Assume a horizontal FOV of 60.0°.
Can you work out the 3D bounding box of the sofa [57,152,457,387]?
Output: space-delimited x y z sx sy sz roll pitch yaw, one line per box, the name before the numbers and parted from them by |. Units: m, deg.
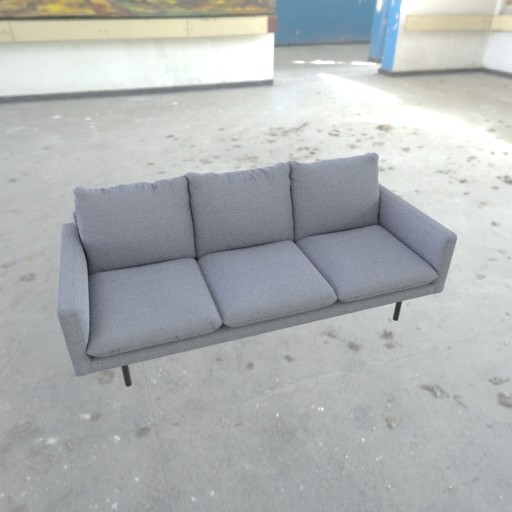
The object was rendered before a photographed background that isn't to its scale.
sofa | 0.000 0.000 2.472 2.000 0.830 0.850 -10 33 -16
